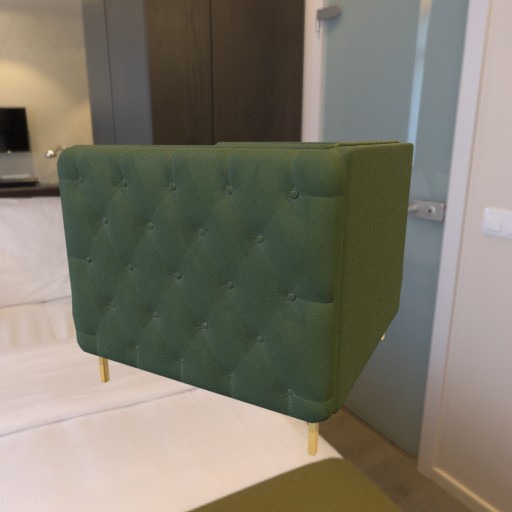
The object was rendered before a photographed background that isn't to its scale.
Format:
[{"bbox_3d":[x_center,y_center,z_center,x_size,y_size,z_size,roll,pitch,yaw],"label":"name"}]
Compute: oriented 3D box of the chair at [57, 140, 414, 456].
[{"bbox_3d":[0.000,0.000,1.522,0.855,0.768,0.917,8,17,27],"label":"chair"}]
